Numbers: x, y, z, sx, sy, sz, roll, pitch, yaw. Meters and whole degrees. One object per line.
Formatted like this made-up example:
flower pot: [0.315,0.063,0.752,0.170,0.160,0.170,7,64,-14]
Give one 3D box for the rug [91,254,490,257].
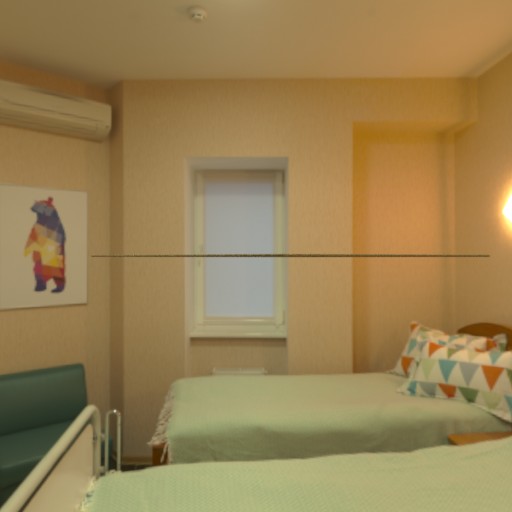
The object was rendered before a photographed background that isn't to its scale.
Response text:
rug: [0.000,0.000,3.061,1.540,0.012,2.448,0,0,-36]
